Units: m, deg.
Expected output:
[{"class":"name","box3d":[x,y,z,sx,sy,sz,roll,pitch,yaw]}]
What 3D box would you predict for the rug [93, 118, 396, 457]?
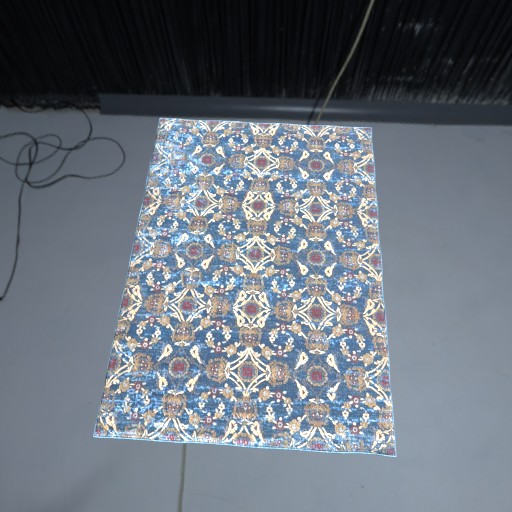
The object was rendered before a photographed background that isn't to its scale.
[{"class":"rug","box3d":[0.000,0.000,2.776,1.567,0.014,2.207,3,63,2]}]
